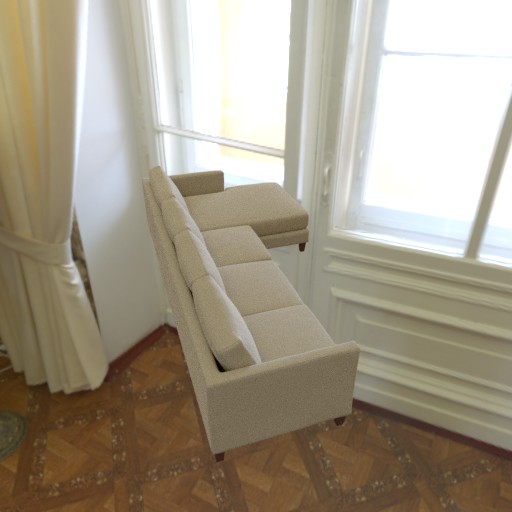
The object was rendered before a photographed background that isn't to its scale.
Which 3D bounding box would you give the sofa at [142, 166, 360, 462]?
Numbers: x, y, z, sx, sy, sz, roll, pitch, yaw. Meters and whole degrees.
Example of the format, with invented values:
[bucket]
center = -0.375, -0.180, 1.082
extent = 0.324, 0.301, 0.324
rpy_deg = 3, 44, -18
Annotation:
[sofa]
center = 0.000, 0.000, 3.961
extent = 1.625, 0.861, 3.186
rpy_deg = -10, 32, -16
